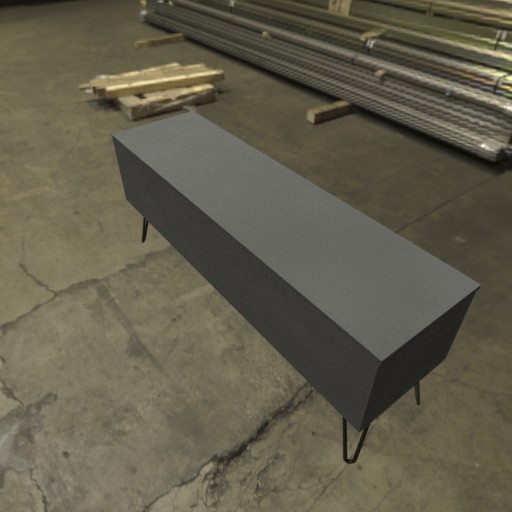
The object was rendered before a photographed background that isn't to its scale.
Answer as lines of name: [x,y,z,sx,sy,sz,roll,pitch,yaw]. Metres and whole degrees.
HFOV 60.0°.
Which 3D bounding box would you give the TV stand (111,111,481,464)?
TV stand: [0.000,0.000,1.648,0.400,0.560,1.400,-27,47,-28]
